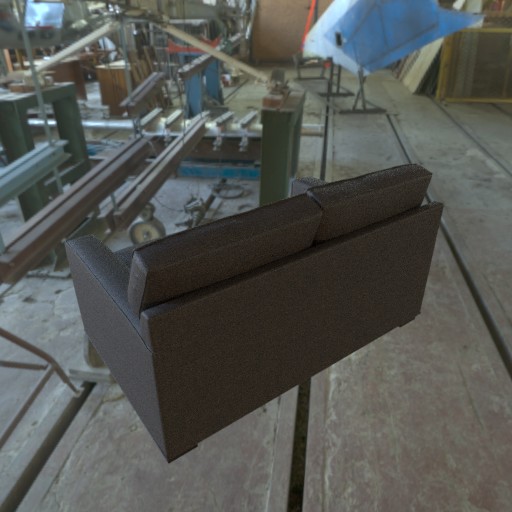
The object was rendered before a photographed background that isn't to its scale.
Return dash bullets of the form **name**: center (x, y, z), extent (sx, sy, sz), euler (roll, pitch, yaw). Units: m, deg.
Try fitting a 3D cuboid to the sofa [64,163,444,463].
- **sofa**: center (0.000, 0.000, 2.177), extent (1.534, 0.887, 0.974), euler (-20, 35, -31)
